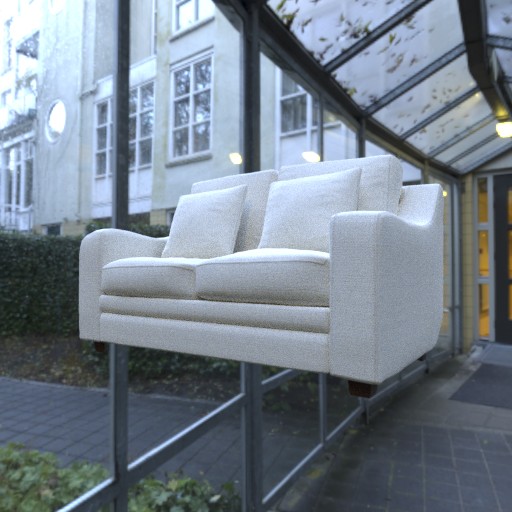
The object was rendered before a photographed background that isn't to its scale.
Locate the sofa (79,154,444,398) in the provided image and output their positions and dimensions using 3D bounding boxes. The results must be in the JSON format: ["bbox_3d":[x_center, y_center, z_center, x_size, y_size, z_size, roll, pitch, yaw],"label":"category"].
[{"bbox_3d":[0.000,0.000,2.367,1.744,1.047,1.040,-1,-2,34],"label":"sofa"}]
